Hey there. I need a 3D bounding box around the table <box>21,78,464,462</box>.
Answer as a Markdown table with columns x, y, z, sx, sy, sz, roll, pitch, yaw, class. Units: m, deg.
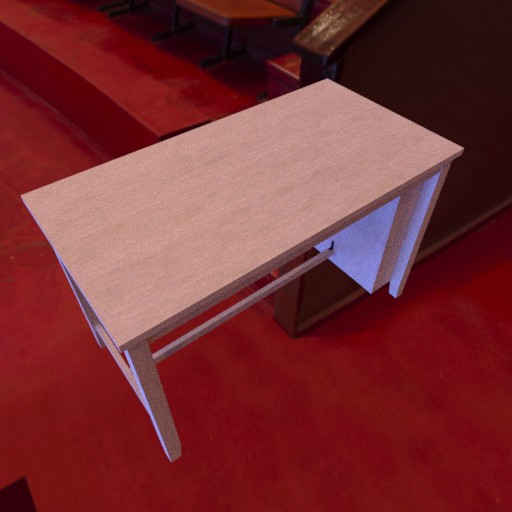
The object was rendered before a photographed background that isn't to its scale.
| x | y | z | sx | sy | sz | roll | pitch | yaw | class |
| --- | --- | --- | --- | --- | --- | --- | --- | --- | --- |
| 0.000 | 0.000 | 1.872 | 1.397 | 0.874 | 0.729 | -29 | 53 | -25 | table |
